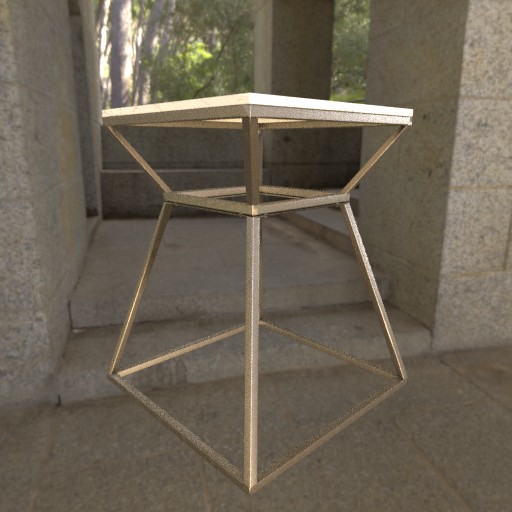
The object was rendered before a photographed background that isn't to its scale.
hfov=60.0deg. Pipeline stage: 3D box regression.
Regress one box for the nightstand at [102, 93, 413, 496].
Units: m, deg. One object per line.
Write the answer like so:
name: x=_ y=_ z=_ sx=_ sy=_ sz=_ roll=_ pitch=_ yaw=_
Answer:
nightstand: x=0.000 y=0.000 z=0.881 sx=0.455 sy=0.554 sz=0.455 roll=-13 pitch=19 yaw=-42
